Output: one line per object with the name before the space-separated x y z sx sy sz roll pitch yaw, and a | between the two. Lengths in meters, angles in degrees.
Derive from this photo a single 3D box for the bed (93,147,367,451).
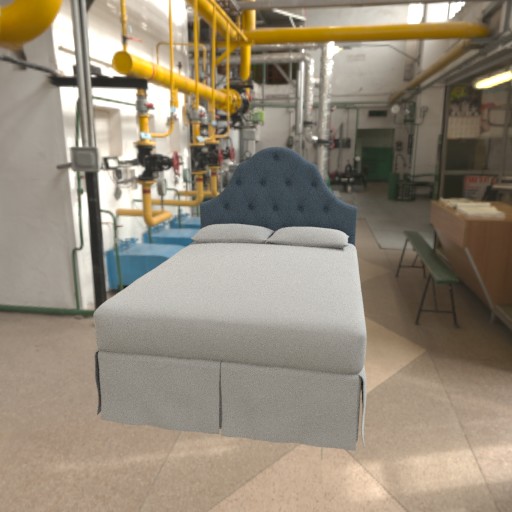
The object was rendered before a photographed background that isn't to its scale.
bed | 0.000 0.000 3.349 1.636 1.575 2.155 3 15 10
